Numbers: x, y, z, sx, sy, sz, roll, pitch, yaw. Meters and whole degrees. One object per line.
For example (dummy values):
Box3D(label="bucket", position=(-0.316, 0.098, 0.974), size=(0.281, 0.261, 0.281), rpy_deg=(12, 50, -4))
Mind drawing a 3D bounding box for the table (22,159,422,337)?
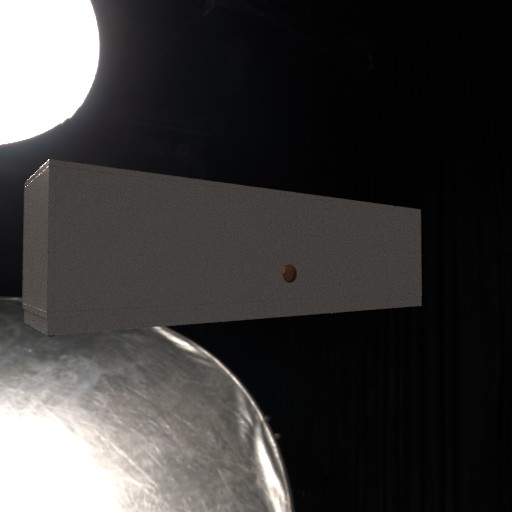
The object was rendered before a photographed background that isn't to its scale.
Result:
Box3D(label="table", position=(0.000, 0.000, 1.704), size=(1.550, 0.440, 0.400), rpy_deg=(1, -2, -36))
